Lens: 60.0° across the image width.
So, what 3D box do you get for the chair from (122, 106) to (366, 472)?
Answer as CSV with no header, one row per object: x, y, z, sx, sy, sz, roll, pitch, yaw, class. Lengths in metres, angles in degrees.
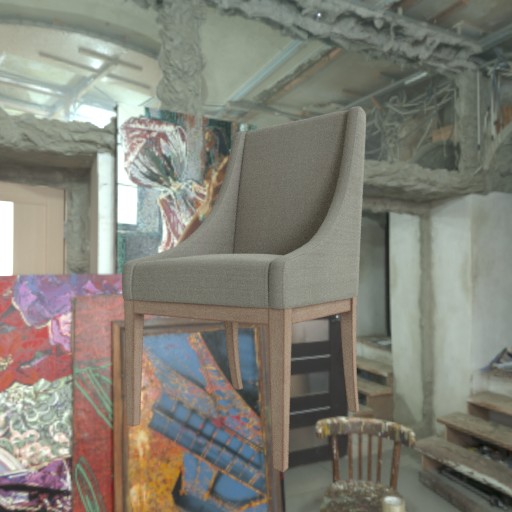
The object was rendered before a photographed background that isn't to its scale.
0.000,0.000,1.429,0.575,1.021,0.611,-1,-2,34,chair
